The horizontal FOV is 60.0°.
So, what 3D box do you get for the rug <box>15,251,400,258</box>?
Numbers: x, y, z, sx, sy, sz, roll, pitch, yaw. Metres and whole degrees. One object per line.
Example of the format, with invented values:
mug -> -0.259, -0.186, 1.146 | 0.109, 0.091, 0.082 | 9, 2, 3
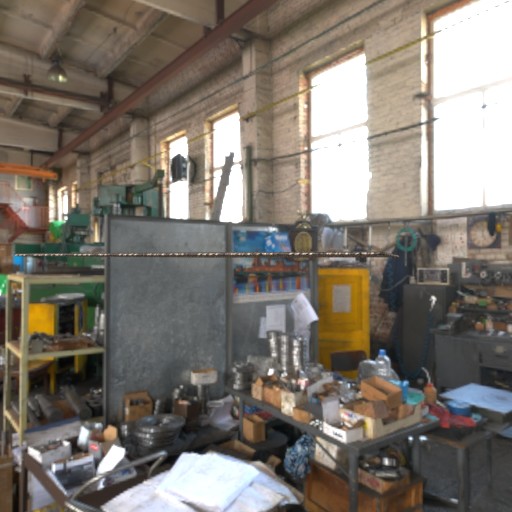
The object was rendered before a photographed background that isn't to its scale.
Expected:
rug -> 0.000, 0.000, 3.839 | 2.306, 0.017, 2.902 | 0, 0, 19
